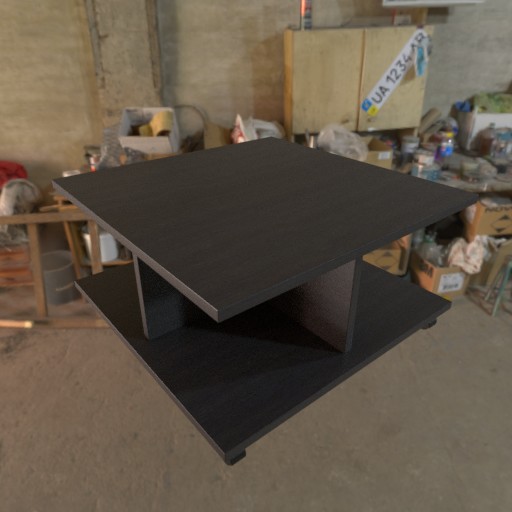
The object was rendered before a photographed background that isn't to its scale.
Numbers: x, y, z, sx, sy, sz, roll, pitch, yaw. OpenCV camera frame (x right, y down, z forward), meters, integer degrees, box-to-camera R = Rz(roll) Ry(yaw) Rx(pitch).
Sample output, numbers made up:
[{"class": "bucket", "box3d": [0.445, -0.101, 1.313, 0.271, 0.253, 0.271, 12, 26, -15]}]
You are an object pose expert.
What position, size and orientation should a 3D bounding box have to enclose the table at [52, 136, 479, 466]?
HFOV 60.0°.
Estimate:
[{"class": "table", "box3d": [0.000, 0.000, 1.205, 0.762, 0.396, 0.762, -21, 35, -34]}]
